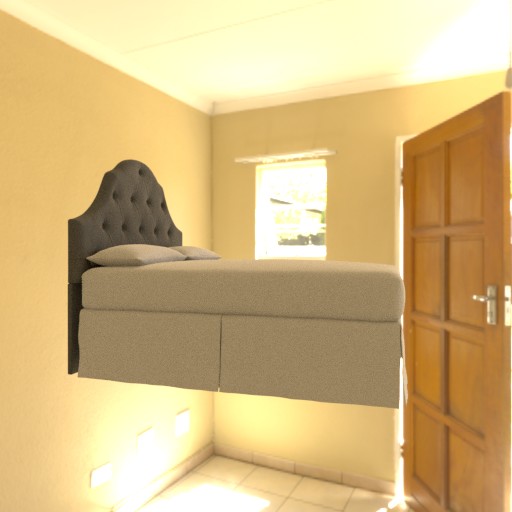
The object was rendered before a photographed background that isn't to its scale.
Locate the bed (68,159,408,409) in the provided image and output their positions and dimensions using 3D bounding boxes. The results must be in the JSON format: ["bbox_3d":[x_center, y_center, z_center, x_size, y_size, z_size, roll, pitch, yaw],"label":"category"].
[{"bbox_3d":[0.000,0.000,3.356,2.155,1.575,1.636,0,0,17],"label":"bed"}]
